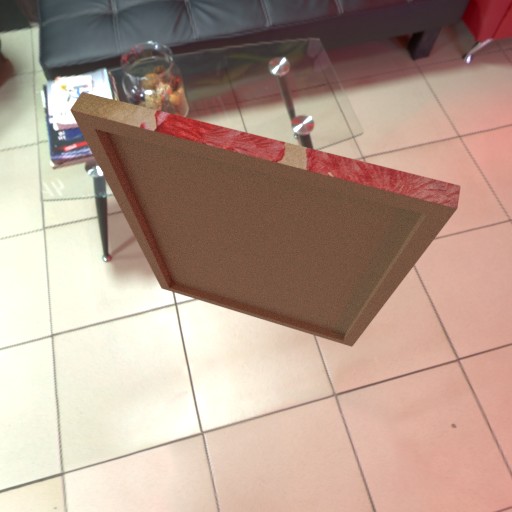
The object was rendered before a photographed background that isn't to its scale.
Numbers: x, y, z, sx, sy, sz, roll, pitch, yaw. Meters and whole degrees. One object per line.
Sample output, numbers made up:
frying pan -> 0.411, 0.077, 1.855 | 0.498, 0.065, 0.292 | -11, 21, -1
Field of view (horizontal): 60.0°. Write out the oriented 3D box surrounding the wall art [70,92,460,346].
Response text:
wall art -> 0.000, 0.000, 0.677 | 0.406, 0.508, 0.028 | 16, 65, 8
